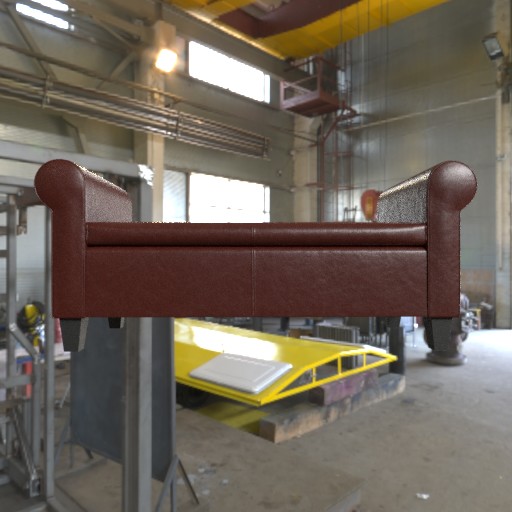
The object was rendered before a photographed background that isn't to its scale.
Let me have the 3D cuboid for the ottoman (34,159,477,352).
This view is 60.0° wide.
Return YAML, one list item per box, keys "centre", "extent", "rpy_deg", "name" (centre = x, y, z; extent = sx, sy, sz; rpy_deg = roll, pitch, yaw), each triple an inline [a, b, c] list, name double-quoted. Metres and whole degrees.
- centre: [0.000, 0.000, 1.502]
  extent: [1.256, 0.547, 0.521]
  rpy_deg: [0, 0, -1]
  name: "ottoman"
